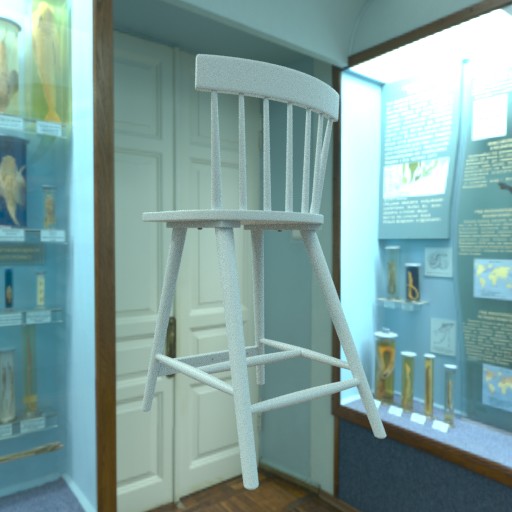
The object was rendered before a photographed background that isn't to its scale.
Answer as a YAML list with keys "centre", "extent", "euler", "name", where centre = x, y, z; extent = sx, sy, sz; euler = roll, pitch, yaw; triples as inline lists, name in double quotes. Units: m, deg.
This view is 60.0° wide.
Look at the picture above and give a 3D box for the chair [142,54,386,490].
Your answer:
- centre: [0.000, 0.000, 1.255]
  extent: [0.483, 0.952, 0.572]
  euler: [-1, 1, -36]
  name: "chair"
